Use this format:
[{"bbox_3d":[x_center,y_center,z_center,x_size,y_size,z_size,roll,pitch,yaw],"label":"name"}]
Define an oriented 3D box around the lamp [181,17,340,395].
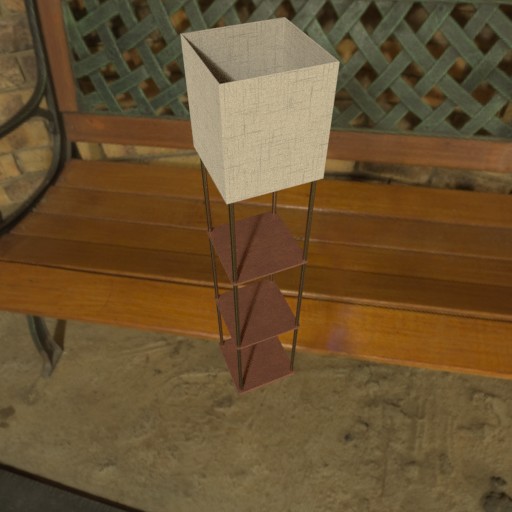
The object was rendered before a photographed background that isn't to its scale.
[{"bbox_3d":[0.000,0.000,1.701,0.308,1.569,0.310,-17,50,-15],"label":"lamp"}]
